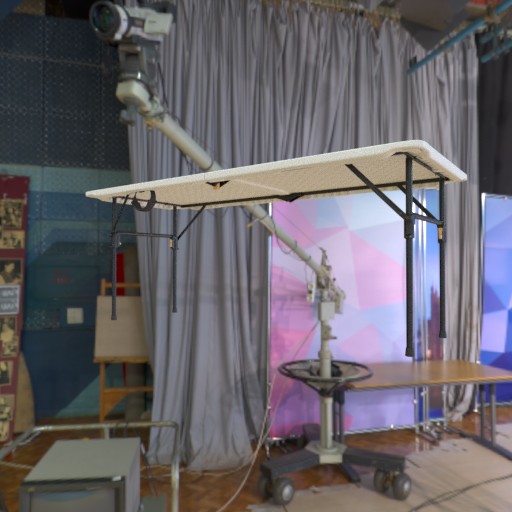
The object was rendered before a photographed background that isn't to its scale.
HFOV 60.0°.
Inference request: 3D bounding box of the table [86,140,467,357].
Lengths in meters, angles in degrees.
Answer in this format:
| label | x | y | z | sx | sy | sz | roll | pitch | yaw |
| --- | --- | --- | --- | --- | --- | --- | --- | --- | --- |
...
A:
| label | x | y | z | sx | sy | sz | roll | pitch | yaw |
| --- | --- | --- | --- | --- | --- | --- | --- | --- | --- |
| table | 0.000 | 0.000 | 2.225 | 1.829 | 0.719 | 0.761 | -1 | -1 | 36 |
